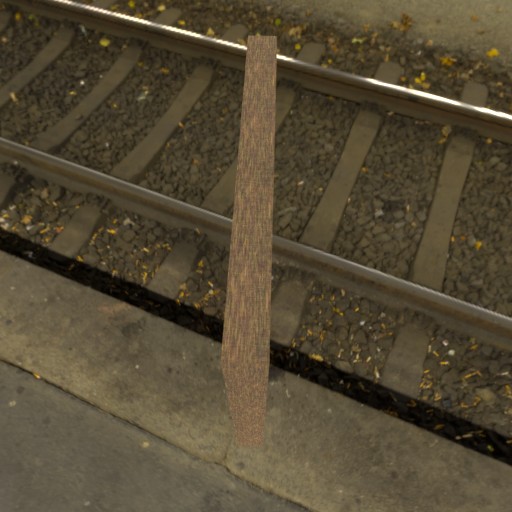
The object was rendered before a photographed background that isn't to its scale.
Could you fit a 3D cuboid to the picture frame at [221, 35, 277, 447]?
[{"bbox_3d":[0.000,0.000,0.538,0.033,0.330,0.378,2,58,1],"label":"picture frame"}]
